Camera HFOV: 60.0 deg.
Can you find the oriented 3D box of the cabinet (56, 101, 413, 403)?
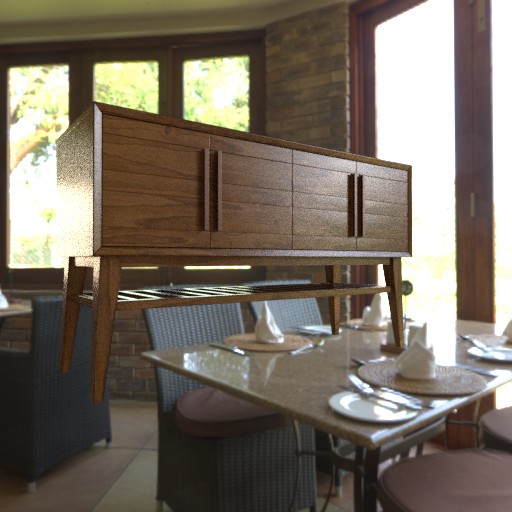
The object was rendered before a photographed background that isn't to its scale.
[{"bbox_3d":[0.000,0.000,1.736,1.363,0.802,0.477,0,-1,-35],"label":"cabinet"}]
